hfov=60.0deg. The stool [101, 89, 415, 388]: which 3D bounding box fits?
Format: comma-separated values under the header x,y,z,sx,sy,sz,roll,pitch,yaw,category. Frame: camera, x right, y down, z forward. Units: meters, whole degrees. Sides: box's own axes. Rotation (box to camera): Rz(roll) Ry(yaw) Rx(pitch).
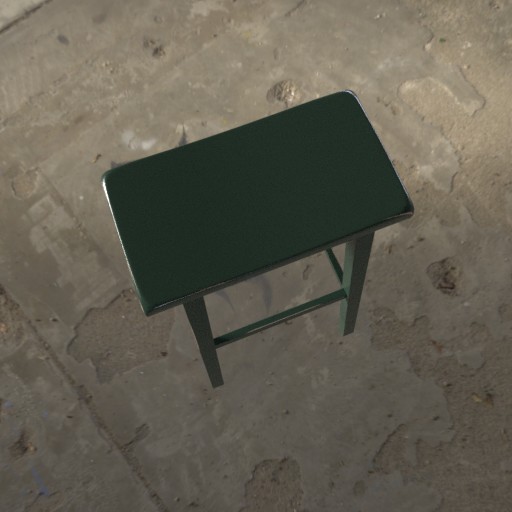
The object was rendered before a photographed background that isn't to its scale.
x,y,z,sx,sy,sz,roll,pitch,yaw,category
0.000,0.000,1.046,0.457,0.737,0.476,-20,75,-6,stool
